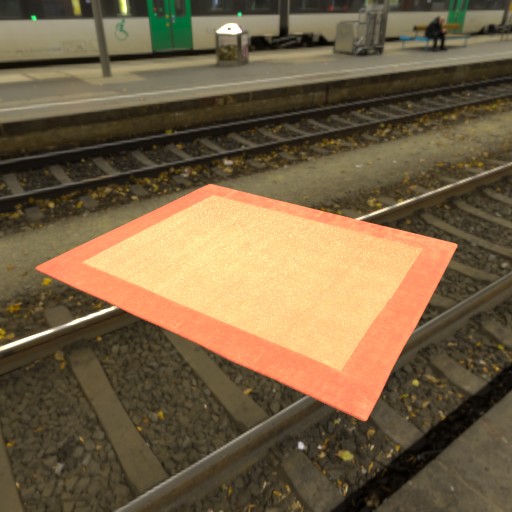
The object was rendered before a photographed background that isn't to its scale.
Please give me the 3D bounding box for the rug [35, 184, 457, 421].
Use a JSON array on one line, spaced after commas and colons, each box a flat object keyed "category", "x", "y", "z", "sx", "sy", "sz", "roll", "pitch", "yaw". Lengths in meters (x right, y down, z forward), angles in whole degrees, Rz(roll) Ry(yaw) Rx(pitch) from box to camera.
[{"category": "rug", "x": 0.000, "y": 0.000, "z": 3.995, "sx": 2.976, "sy": 0.018, "sz": 2.430, "roll": 18, "pitch": 34, "yaw": 28}]
